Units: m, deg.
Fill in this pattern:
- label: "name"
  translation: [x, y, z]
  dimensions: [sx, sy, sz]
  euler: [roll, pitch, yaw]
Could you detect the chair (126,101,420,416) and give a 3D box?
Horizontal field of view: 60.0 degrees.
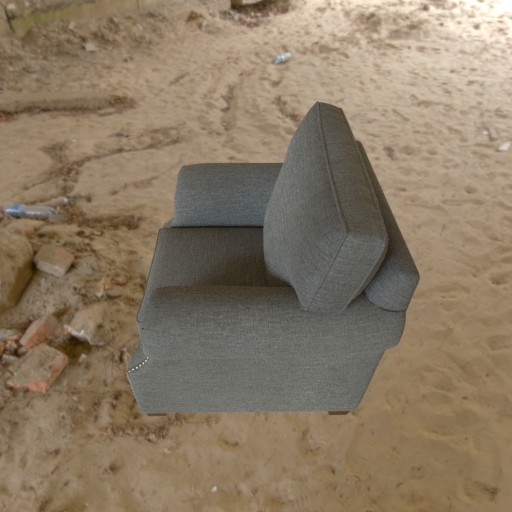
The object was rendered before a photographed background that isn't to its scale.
- label: "chair"
  translation: [0.000, 0.000, 1.836]
  dimensions: [0.965, 0.961, 1.092]
  euler: [-1, 40, -1]
